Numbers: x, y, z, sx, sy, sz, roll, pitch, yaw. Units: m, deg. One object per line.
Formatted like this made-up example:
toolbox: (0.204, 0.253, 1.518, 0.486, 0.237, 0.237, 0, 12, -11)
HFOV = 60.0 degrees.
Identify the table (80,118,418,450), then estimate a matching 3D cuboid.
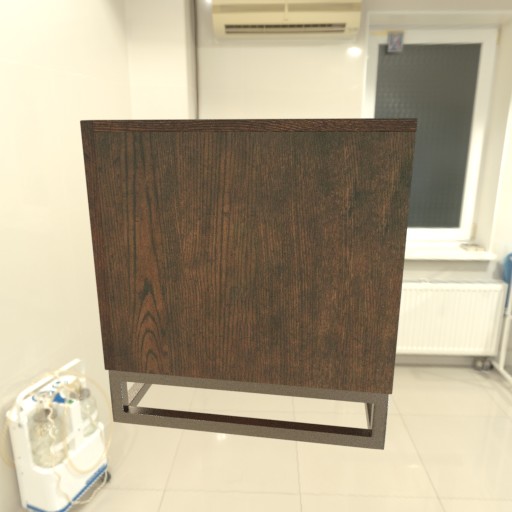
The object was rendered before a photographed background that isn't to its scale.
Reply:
table: (0.000, 0.000, 1.014, 0.566, 0.582, 0.506, 2, 15, 9)
